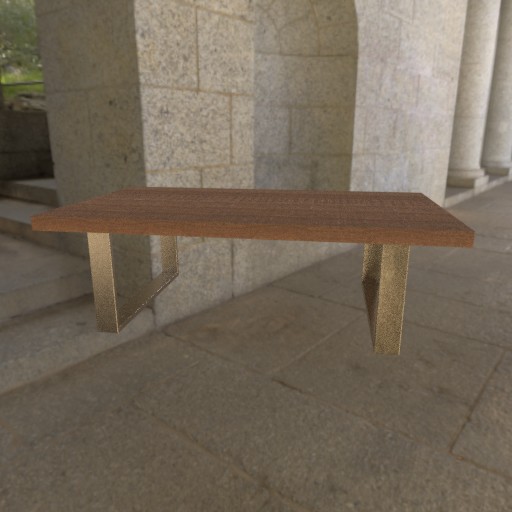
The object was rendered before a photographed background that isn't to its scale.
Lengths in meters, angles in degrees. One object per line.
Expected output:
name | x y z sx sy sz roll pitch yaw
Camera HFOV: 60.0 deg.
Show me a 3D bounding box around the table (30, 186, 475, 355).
table | 0.000 0.000 1.812 1.400 0.440 0.800 3 16 9
